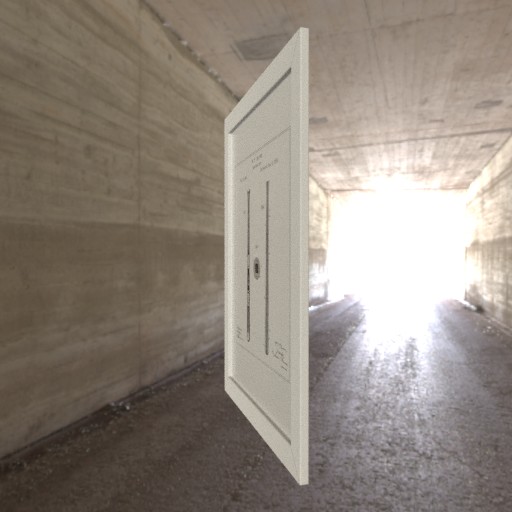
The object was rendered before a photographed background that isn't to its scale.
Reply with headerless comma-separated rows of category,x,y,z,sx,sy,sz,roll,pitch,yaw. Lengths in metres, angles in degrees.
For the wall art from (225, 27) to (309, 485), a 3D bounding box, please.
wall art,0.000,0.000,0.690,0.012,0.529,0.374,0,0,-18
